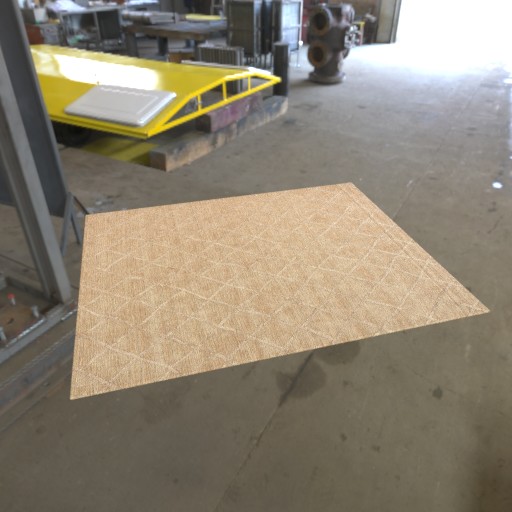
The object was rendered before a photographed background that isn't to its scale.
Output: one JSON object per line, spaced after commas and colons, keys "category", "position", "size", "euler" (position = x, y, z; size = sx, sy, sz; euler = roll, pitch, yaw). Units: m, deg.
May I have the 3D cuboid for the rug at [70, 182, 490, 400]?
{"category": "rug", "position": [0.000, 0.000, 4.017], "size": [3.039, 0.019, 2.420], "euler": [-9, 35, -13]}
